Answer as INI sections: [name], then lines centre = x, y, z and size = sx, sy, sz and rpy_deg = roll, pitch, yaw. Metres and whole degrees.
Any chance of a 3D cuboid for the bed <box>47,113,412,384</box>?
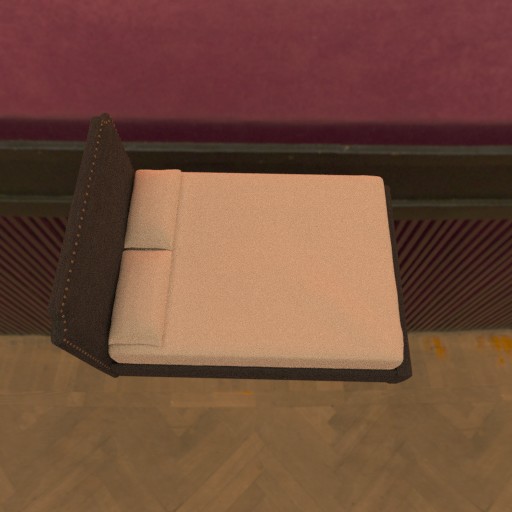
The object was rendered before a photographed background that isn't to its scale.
[bed]
centre = 0.000, 0.000, 3.412
size = 2.372, 1.443, 1.713
rpy_deg = 1, 65, 1
